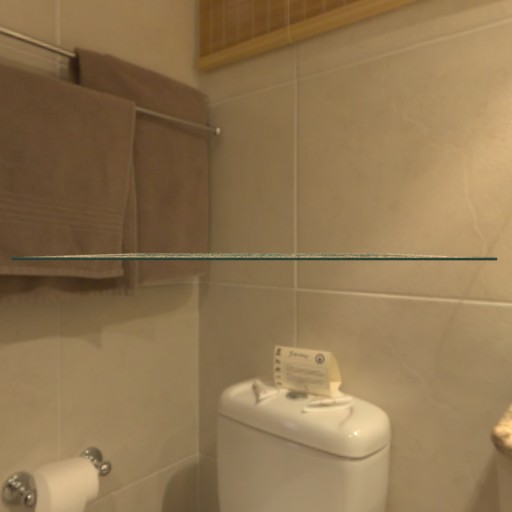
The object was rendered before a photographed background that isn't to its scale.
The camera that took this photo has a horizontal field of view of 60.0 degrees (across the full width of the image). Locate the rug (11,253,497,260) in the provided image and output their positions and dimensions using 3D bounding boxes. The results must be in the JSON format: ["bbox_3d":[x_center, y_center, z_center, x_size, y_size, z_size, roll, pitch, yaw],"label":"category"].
[{"bbox_3d":[0.000,0.000,2.811,2.213,0.013,1.594,0,1,2],"label":"rug"}]
